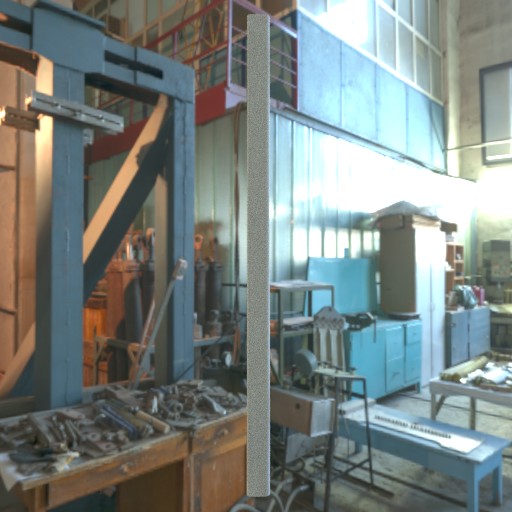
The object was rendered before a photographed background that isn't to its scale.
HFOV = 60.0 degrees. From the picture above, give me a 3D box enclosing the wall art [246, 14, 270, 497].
[{"bbox_3d":[0.000,0.000,1.139,0.048,0.916,0.602,0,-1,0],"label":"wall art"}]
